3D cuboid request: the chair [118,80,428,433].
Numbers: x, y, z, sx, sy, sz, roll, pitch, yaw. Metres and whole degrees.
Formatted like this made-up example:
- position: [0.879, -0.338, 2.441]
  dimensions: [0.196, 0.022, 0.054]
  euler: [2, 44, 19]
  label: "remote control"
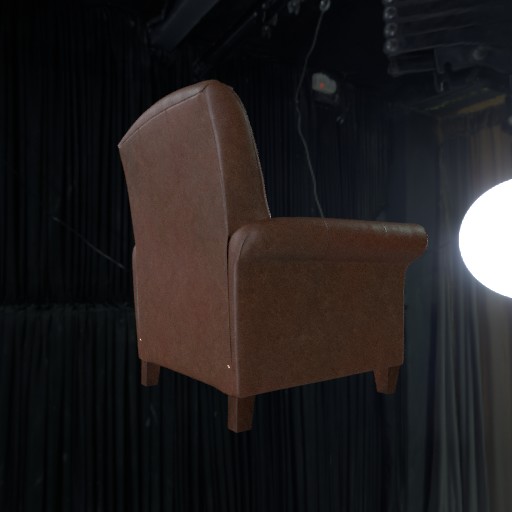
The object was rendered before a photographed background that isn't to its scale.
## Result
- position: [0.000, 0.000, 1.780]
  dimensions: [0.902, 1.061, 0.978]
  euler: [2, -3, -36]
  label: "chair"
